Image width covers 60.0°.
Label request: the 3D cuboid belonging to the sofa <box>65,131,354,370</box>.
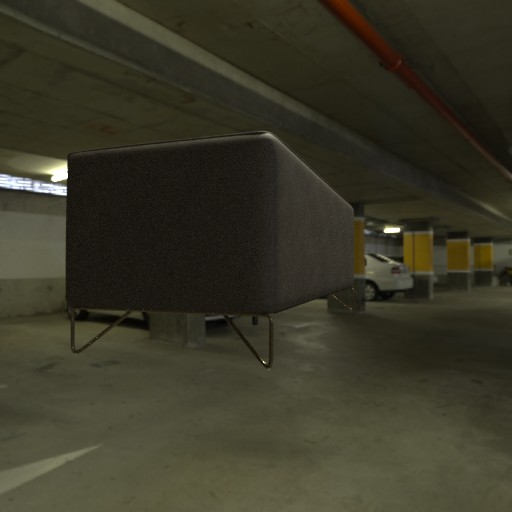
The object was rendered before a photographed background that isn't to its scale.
[{"bbox_3d":[0.000,0.000,2.535,0.867,0.789,2.087,0,-1,20],"label":"sofa"}]
